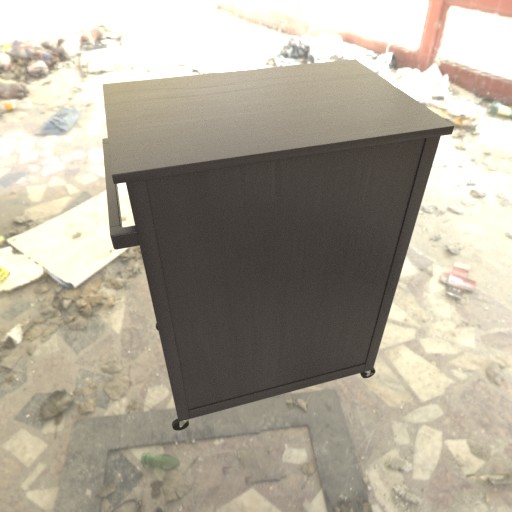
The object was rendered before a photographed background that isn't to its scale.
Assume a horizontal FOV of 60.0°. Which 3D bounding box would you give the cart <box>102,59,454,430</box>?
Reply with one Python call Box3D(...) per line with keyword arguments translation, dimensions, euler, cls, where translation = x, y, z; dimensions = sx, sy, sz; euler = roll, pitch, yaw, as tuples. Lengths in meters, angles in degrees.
Box3D(translation=(0.000, 0.000, 1.249), dimensions=(0.690, 0.878, 0.449), euler=(-11, 42, -13), cls="cart")
